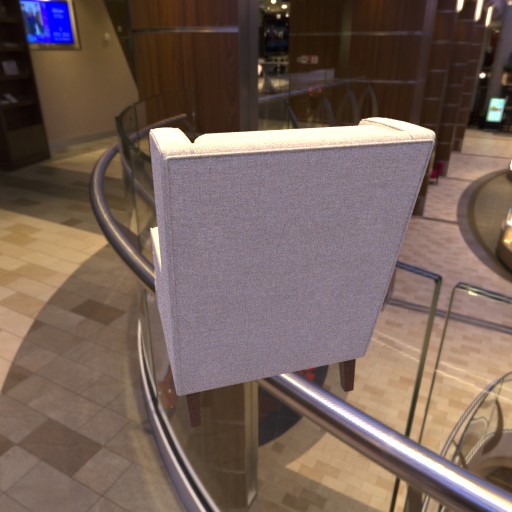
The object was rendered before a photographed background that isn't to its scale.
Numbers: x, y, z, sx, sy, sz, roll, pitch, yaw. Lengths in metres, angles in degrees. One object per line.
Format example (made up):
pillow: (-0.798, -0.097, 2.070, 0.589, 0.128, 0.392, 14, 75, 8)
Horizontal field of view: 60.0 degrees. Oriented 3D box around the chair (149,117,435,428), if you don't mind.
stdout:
chair: (0.000, 0.000, 1.745, 0.764, 1.082, 0.948, -8, 26, -16)
